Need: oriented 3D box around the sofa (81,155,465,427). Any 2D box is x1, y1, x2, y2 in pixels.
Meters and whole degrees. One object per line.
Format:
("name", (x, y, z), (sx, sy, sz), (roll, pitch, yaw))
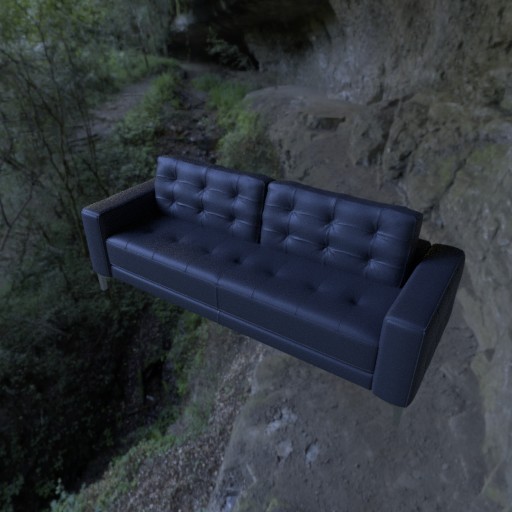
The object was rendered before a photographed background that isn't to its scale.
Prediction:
("sofa", (0.000, 0.000, 2.770), (2.275, 0.893, 0.833), (18, 35, 28))
